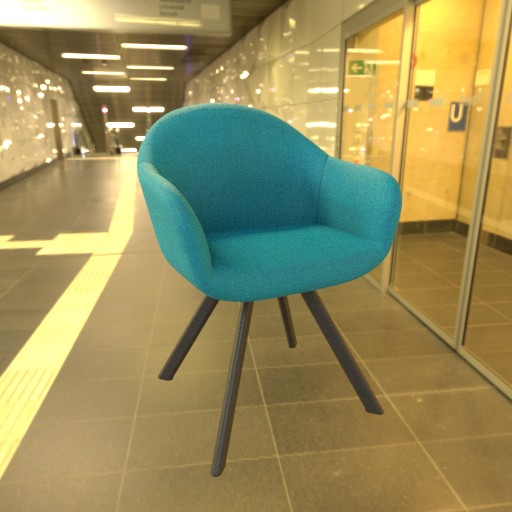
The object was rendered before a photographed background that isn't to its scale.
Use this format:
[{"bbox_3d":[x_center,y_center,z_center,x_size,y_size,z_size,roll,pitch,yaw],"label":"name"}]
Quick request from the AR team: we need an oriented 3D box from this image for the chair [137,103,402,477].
[{"bbox_3d":[0.000,0.000,1.191,0.590,0.795,0.550,-8,19,-26],"label":"chair"}]
